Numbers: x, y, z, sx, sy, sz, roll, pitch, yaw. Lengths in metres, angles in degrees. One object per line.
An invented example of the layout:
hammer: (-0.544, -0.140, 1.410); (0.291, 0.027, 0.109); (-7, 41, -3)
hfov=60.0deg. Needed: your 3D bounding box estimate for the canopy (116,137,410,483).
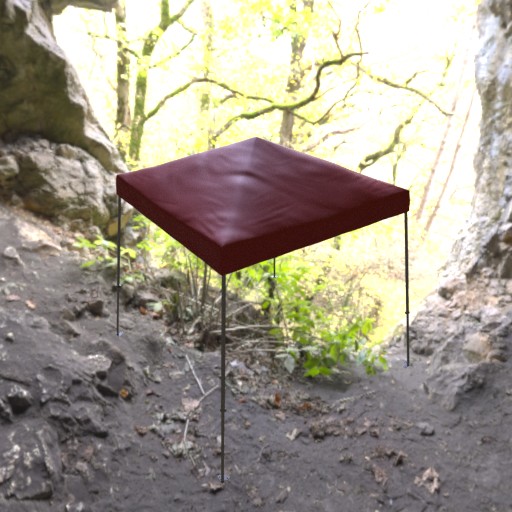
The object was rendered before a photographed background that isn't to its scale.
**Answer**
canopy: (0.000, 0.000, 5.349); (2.848, 2.849, 2.849); (-18, 33, -31)
